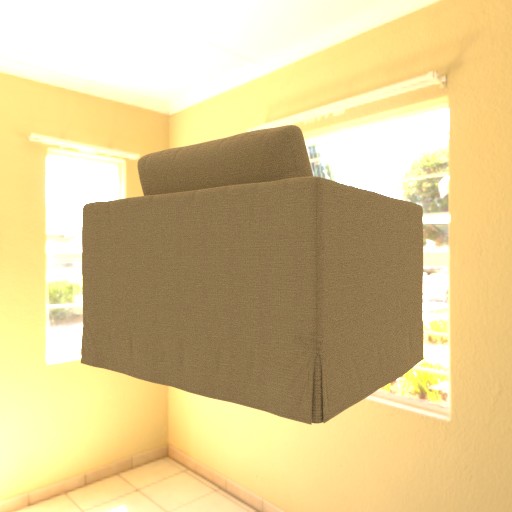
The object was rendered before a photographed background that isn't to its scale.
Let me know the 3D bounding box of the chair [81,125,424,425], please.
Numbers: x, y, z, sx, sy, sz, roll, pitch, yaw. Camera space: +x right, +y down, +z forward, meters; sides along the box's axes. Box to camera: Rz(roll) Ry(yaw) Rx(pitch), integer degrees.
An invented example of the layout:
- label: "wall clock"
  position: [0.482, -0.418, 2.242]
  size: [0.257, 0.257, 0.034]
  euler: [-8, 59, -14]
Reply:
- label: "chair"
  position: [0.000, 0.000, 1.866]
  size: [1.150, 0.878, 0.957]
  euler: [0, 1, 37]
